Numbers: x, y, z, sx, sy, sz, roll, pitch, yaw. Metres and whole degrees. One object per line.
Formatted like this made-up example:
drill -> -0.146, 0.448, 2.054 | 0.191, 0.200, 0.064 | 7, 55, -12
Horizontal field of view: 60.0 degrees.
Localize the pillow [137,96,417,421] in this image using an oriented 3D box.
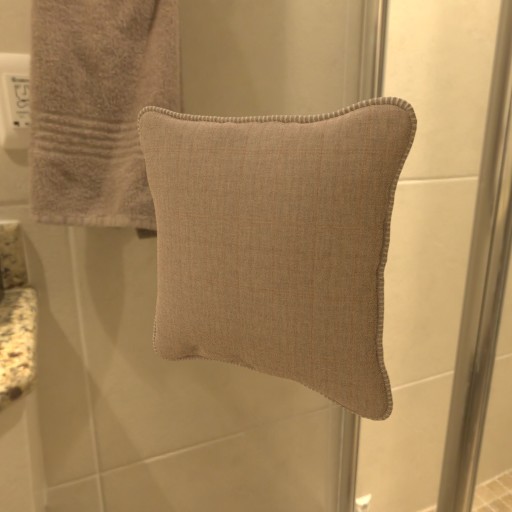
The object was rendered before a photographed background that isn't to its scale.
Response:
pillow -> 0.000, 0.000, 0.749 | 0.485, 0.494, 0.124 | 8, 17, 27
